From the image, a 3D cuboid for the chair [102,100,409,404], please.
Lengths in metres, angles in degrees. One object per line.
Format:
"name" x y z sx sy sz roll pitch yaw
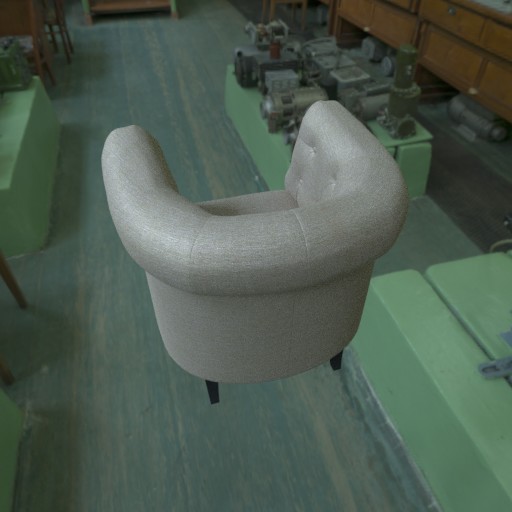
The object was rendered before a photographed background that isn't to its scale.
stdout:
"chair" 0.000 0.000 1.584 0.905 0.827 0.852 -12 43 -13
